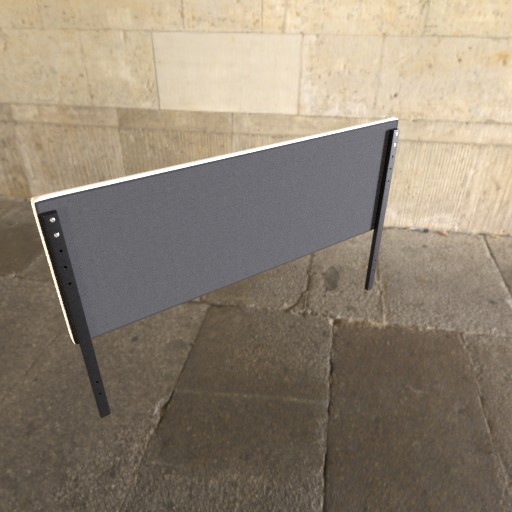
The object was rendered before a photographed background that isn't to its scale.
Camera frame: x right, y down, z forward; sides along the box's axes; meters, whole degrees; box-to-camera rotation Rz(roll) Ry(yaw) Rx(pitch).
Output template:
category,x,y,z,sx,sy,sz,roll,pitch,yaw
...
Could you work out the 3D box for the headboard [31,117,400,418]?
category,x,y,z,sx,sy,sz,roll,pitch,yaw
headboard,0.000,0.000,2.854,2.362,1.410,0.120,-20,37,-29
